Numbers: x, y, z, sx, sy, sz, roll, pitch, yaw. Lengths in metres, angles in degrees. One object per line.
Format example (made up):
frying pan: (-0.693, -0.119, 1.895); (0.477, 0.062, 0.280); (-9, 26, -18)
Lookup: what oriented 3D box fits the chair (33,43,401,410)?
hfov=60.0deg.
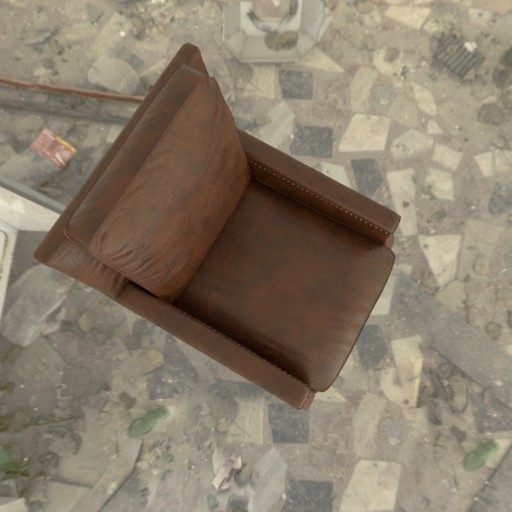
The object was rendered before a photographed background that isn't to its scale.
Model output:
chair: (0.000, 0.000, 1.750); (1.035, 1.054, 0.854); (29, 78, 7)
